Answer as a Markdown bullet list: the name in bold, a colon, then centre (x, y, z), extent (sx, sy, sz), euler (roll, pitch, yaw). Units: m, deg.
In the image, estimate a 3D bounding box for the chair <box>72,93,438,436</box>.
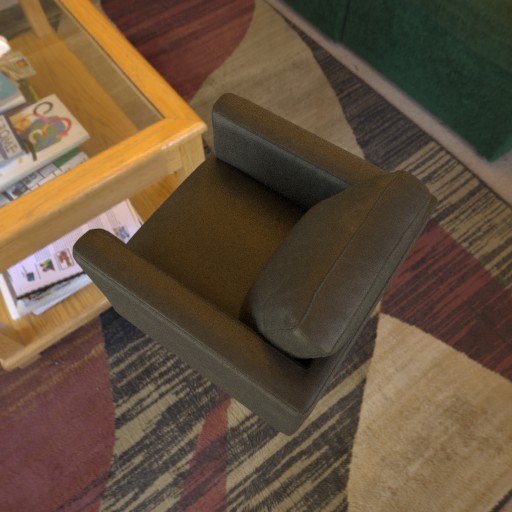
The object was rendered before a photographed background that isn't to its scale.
- **chair**: centre (0.000, 0.000, 1.578), extent (0.879, 0.898, 0.831), euler (32, 68, 15)
